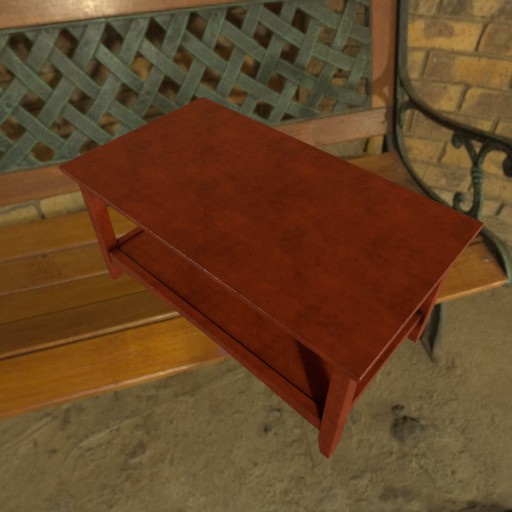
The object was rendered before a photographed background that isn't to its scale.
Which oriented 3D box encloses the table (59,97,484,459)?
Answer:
[{"bbox_3d":[0.000,0.000,1.266,0.943,0.456,0.533,33,54,28],"label":"table"}]
